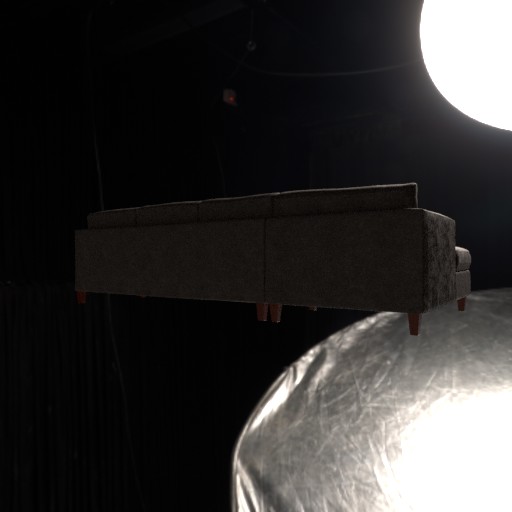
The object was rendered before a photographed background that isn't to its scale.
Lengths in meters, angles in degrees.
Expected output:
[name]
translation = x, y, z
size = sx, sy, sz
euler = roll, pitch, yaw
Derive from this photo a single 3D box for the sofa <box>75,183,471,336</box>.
[sofa]
translation = 0.000, 0.000, 4.189
size = 3.471, 0.954, 1.606
euler = 0, 0, 35
